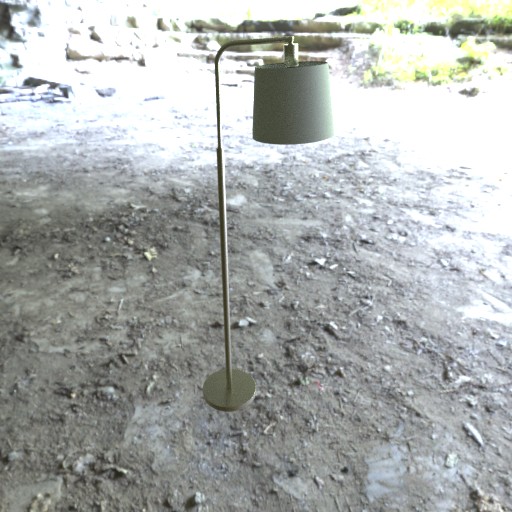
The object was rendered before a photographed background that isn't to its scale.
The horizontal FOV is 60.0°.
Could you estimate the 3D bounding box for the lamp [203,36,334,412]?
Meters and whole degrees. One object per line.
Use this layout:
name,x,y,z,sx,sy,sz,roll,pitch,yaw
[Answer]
lamp,0.000,0.000,1.659,0.508,1.478,0.254,10,30,18
